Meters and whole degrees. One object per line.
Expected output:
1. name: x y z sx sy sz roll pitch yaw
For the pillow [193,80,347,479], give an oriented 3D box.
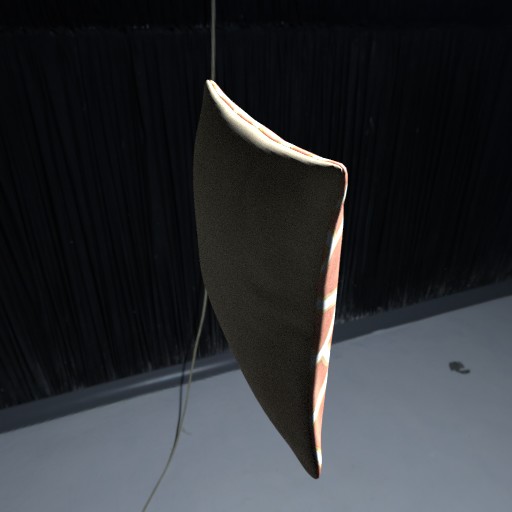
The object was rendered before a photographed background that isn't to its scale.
1. pillow: 0.000 0.000 0.785 0.166 0.508 0.552 -10 32 -16
